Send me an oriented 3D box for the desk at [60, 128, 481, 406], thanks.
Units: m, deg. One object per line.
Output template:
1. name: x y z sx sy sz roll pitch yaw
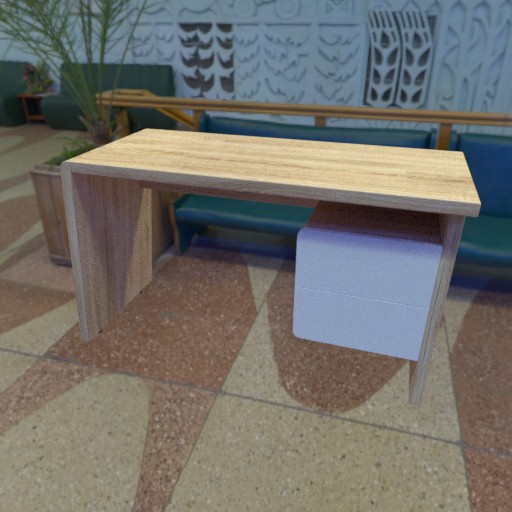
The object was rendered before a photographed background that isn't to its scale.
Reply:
1. desk: 0.000 0.000 1.628 1.300 0.750 0.500 9 29 16
